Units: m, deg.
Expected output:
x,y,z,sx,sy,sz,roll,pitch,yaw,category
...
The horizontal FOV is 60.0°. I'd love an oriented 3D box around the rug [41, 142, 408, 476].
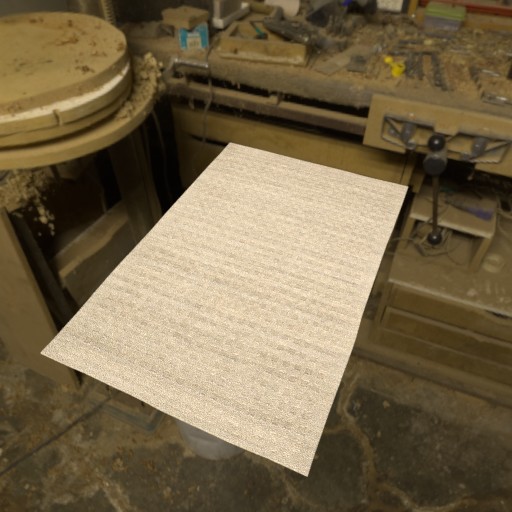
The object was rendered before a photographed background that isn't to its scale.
x,y,z,sx,sy,sz,roll,pitch,yaw,category
0.000,0.000,2.897,1.532,0.018,2.297,18,49,17,rug
